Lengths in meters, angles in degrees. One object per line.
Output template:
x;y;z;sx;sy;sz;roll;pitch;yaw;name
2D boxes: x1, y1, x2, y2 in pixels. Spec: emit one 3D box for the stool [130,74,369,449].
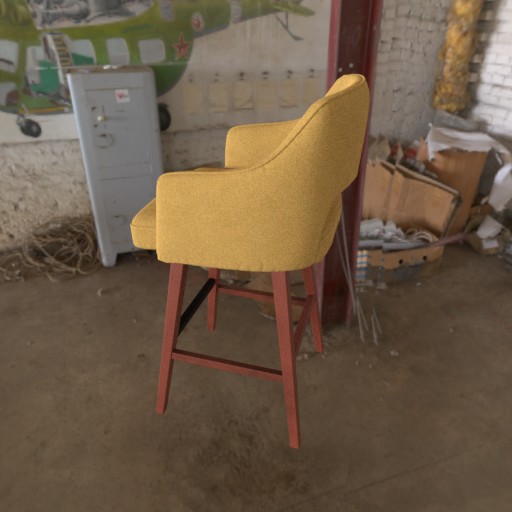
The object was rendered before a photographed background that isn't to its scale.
0.000;0.000;1.336;0.558;1.012;0.548;8;30;15;stool
